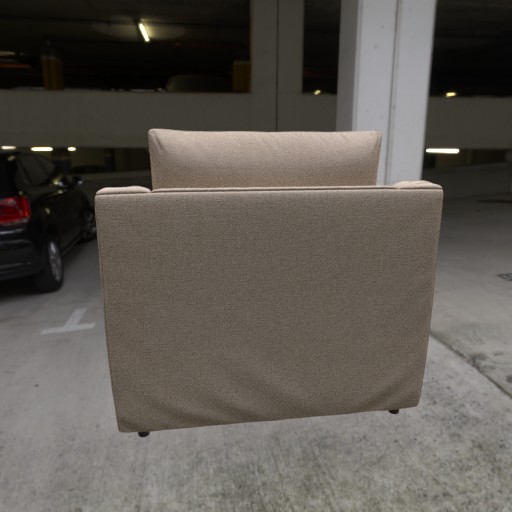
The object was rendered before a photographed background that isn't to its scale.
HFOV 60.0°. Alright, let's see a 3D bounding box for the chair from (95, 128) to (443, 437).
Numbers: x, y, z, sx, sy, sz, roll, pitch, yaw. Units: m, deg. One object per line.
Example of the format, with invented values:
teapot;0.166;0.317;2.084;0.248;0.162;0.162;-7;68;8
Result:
chair;0.000;0.000;2.025;1.194;1.093;1.071;-2;14;-8
